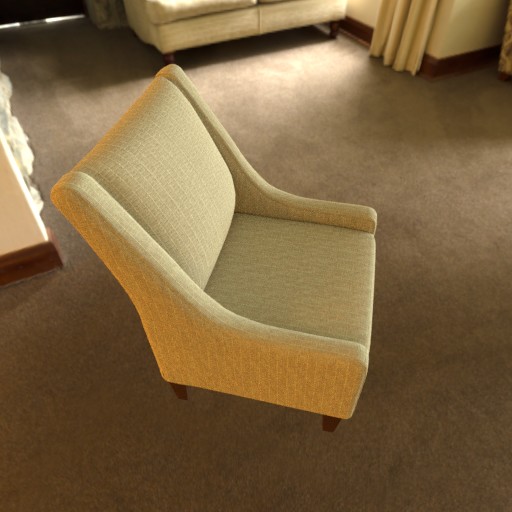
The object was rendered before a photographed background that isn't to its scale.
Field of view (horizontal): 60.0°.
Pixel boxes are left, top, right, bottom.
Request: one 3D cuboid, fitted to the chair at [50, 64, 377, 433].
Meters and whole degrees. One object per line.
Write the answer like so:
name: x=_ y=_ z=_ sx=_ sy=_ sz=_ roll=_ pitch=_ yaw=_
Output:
chair: x=0.000 y=0.000 z=1.591 sx=0.870 sy=1.014 sz=0.774 roll=9 pitch=46 yaw=9
